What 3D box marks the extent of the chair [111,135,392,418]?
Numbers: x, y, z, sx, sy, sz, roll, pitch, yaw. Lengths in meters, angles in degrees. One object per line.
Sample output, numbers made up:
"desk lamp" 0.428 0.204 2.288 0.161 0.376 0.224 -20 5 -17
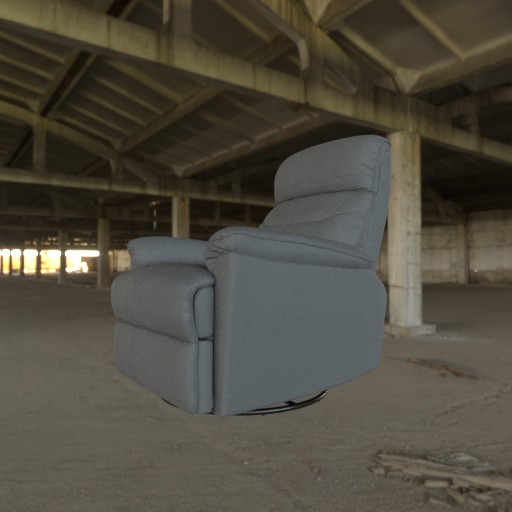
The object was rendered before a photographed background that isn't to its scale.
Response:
"chair" 0.000 0.000 1.776 1.004 1.037 0.820 1 -1 -36
